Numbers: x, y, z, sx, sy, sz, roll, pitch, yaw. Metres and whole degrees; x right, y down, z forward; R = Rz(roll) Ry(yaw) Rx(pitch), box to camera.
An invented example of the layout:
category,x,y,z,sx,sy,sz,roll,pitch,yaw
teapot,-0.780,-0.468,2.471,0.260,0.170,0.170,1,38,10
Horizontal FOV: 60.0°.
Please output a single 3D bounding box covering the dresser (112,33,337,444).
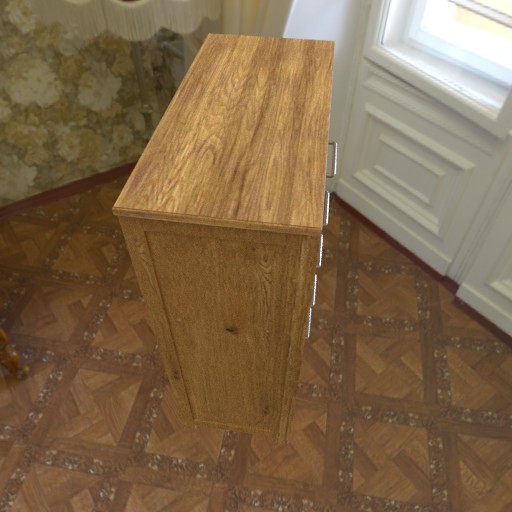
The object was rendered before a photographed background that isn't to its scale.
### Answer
category,x,y,z,sx,sy,sz,roll,pitch,yaw
dresser,0.000,0.000,1.943,0.558,1.431,1.081,6,48,6
